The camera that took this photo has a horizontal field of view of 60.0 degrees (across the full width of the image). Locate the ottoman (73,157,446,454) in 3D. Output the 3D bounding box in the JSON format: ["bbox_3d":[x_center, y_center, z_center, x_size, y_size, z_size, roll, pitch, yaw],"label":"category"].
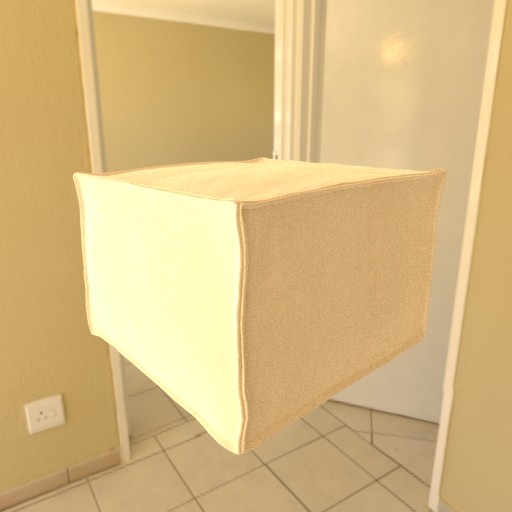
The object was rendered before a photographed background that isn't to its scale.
[{"bbox_3d":[0.000,0.000,1.160,0.707,0.470,0.696,-15,22,-40],"label":"ottoman"}]
